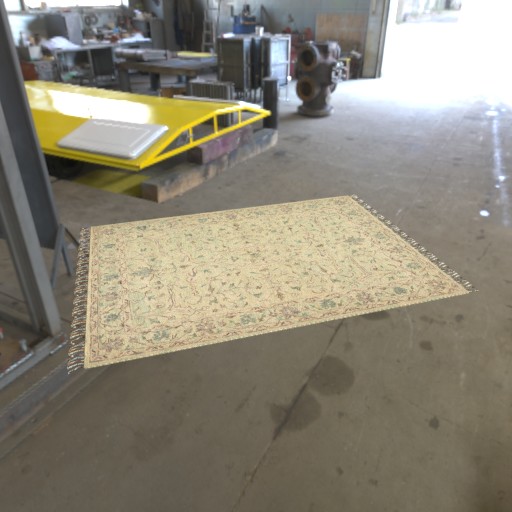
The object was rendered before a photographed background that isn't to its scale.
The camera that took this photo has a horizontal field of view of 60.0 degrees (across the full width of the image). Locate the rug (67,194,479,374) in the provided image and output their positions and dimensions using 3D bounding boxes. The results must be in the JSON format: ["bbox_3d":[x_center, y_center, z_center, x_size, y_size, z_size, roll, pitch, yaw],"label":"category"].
[{"bbox_3d":[0.000,0.000,2.338,1.802,0.008,1.247,-9,31,-14],"label":"rug"}]
